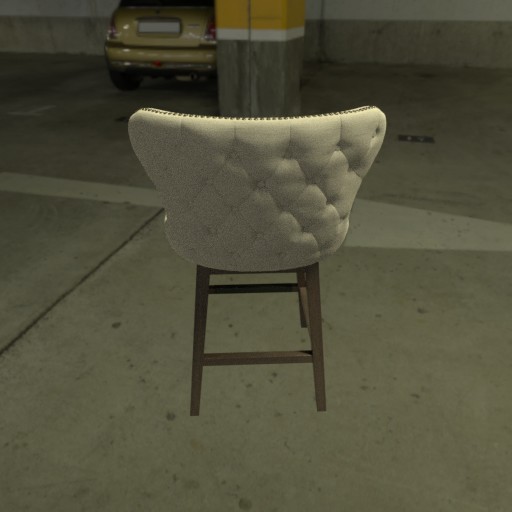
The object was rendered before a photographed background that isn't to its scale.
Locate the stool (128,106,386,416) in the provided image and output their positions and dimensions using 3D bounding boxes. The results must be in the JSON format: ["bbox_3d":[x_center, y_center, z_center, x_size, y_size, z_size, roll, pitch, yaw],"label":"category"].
[{"bbox_3d":[0.000,0.000,1.381,0.615,0.972,0.597,-1,30,-2],"label":"stool"}]
